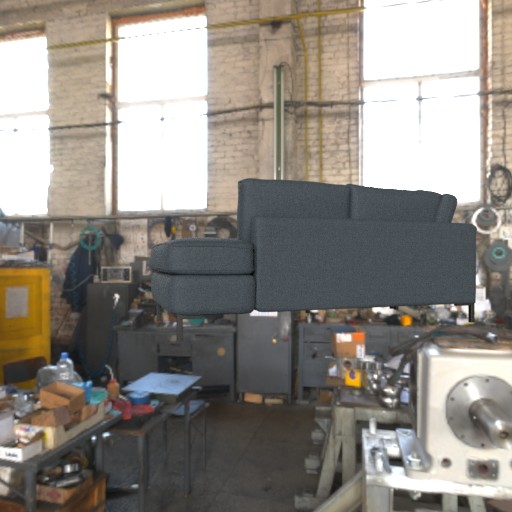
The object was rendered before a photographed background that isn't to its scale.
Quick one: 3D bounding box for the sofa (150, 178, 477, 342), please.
[{"bbox_3d":[0.000,0.000,3.839,1.984,0.858,2.975,0,0,-20],"label":"sofa"}]
